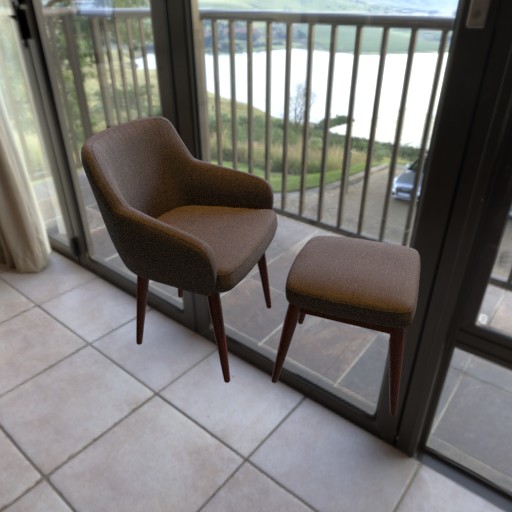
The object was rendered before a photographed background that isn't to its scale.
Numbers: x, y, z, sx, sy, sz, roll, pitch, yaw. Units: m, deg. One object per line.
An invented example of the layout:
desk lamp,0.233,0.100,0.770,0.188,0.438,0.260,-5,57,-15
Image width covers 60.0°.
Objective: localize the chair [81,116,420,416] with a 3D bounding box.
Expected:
chair,0.000,0.000,1.554,1.107,0.799,0.584,11,32,17
